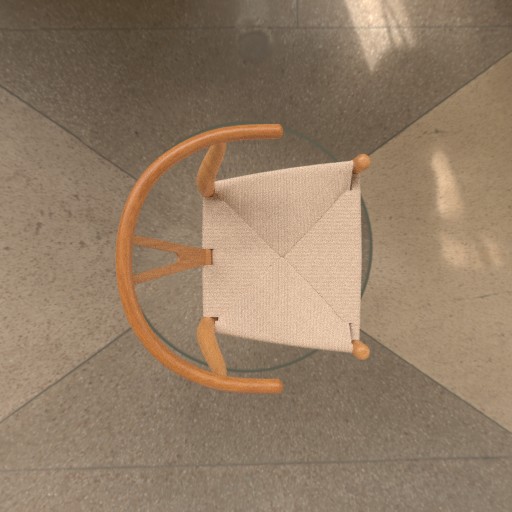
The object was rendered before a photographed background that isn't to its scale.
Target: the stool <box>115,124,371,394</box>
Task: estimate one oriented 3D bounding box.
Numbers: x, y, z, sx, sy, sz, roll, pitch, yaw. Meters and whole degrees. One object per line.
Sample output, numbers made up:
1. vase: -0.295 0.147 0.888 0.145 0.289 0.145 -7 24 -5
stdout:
1. stool: 0.000 0.000 1.363 0.579 0.970 0.569 0 91 -1
